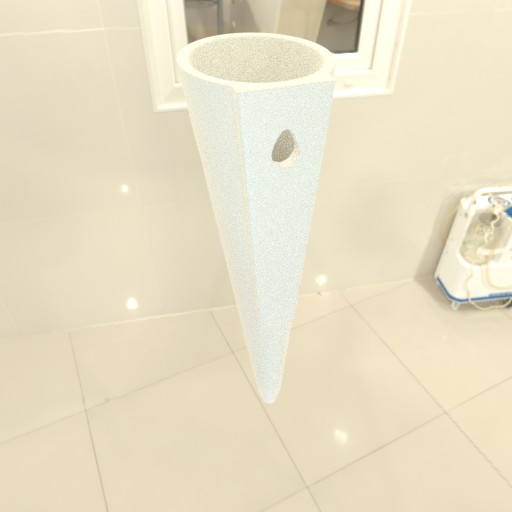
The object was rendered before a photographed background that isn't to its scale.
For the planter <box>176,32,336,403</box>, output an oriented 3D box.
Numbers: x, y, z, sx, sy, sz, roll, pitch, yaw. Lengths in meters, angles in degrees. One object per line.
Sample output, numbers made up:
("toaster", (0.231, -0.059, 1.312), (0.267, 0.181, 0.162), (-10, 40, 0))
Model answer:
("planter", (0.000, 0.000, 0.225), (0.057, 0.193, 0.064), (-13, 43, -14))
